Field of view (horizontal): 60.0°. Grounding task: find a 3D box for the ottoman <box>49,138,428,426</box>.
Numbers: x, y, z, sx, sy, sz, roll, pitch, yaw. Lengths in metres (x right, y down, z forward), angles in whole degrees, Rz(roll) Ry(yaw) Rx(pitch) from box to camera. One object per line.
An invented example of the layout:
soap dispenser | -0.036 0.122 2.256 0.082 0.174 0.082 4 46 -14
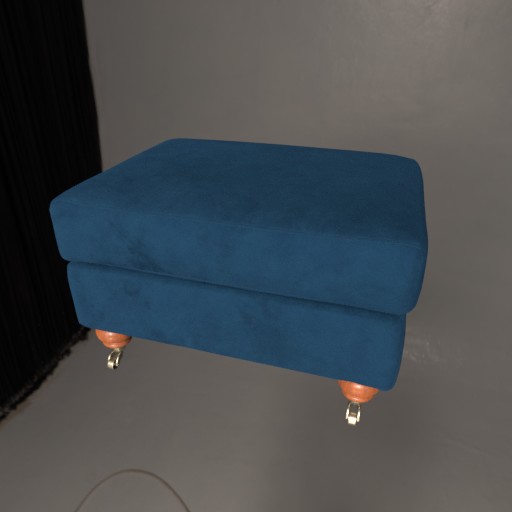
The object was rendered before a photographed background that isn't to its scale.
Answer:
ottoman | 0.000 0.000 1.149 0.773 0.503 0.572 8 30 15
